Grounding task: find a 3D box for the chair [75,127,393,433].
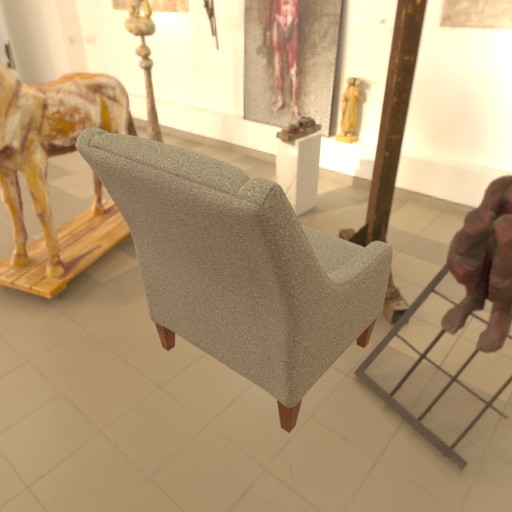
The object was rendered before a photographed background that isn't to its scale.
[{"bbox_3d":[0.000,0.000,1.690,0.774,1.016,0.870,23,38,33],"label":"chair"}]
